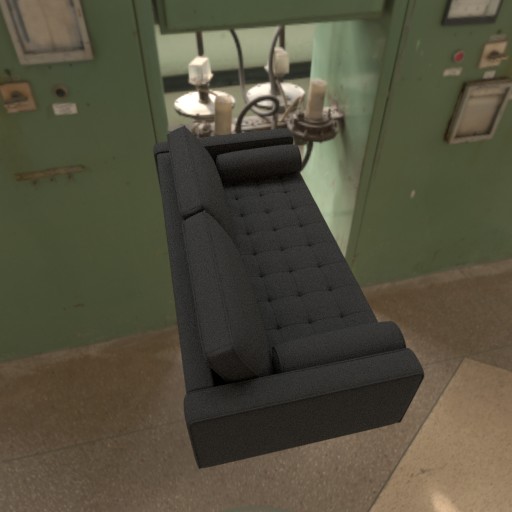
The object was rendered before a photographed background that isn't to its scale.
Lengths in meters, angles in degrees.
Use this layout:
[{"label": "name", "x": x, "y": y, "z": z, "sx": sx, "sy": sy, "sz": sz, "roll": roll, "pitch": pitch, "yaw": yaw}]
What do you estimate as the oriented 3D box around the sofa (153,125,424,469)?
[{"label": "sofa", "x": 0.000, "y": 0.000, "z": 2.345, "sx": 0.914, "sy": 0.759, "sz": 1.875, "roll": -9, "pitch": 45, "yaw": -9}]
